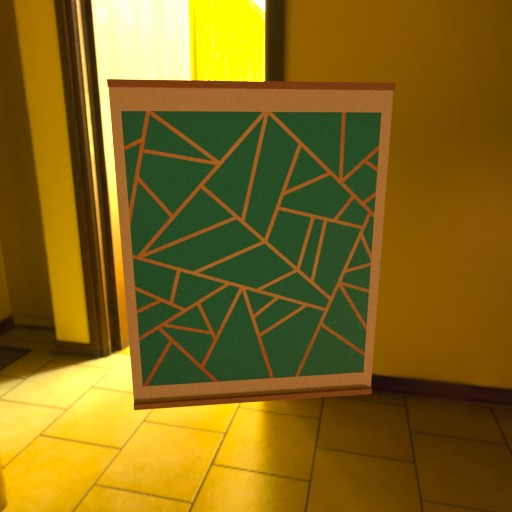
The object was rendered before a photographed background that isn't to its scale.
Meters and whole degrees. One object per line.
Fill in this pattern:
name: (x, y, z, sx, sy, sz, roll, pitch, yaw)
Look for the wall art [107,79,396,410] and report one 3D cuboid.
wall art: (0.000, 0.000, 0.690, 0.405, 0.508, 0.012, -2, 15, -7)
